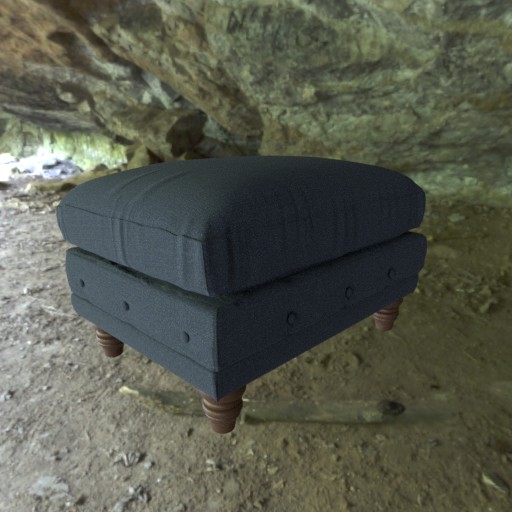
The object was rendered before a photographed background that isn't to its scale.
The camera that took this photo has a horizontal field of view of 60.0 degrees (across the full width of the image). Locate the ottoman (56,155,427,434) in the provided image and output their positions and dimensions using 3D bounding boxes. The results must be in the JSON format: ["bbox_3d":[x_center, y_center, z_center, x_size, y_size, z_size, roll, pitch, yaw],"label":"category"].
[{"bbox_3d":[0.000,0.000,1.120,0.558,0.486,0.767,15,22,42],"label":"ottoman"}]
